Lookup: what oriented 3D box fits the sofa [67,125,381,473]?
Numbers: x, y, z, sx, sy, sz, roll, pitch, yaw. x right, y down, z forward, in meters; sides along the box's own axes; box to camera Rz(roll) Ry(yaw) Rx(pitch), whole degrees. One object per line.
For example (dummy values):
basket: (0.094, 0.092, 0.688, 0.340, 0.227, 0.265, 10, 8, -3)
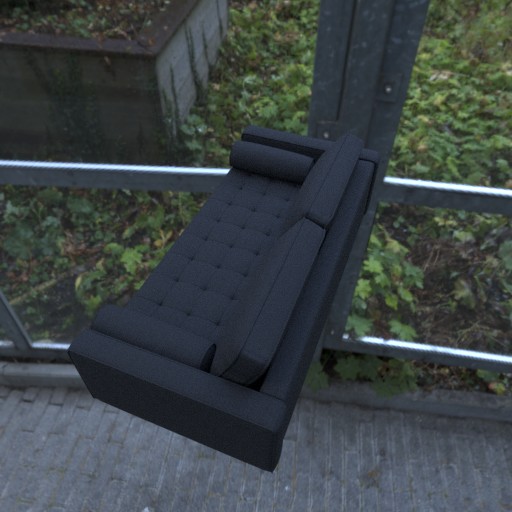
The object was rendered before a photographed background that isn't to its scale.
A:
sofa: (0.000, 0.000, 2.366, 0.914, 0.759, 1.875, 16, 48, 15)
